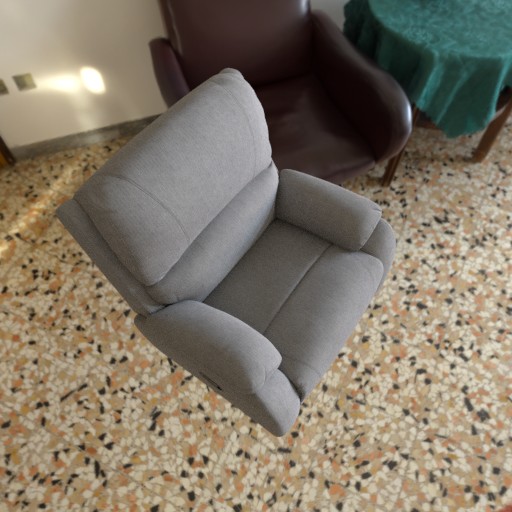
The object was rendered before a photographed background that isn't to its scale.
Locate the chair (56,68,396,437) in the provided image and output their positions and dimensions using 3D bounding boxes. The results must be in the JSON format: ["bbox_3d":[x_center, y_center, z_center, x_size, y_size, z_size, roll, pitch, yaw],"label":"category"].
[{"bbox_3d":[0.000,0.000,1.719,0.899,1.011,0.930,31,63,18],"label":"chair"}]
